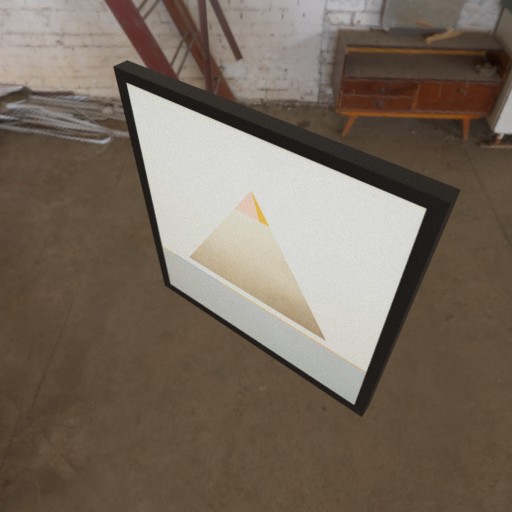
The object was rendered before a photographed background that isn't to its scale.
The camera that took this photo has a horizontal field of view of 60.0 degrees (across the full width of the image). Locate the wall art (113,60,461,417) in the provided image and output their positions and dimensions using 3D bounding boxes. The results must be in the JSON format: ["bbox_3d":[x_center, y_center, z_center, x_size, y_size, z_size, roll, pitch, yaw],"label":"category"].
[{"bbox_3d":[0.000,0.000,0.743,0.513,0.511,0.028,29,53,25],"label":"wall art"}]
